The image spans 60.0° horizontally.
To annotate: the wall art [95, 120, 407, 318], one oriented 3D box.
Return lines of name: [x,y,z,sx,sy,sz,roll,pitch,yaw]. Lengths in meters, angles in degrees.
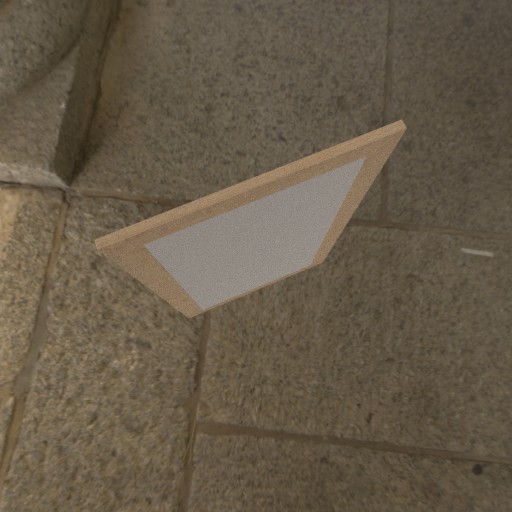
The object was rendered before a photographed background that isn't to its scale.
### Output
wall art: [0.000,0.000,0.836,0.381,0.683,0.013,-22,77,-5]
